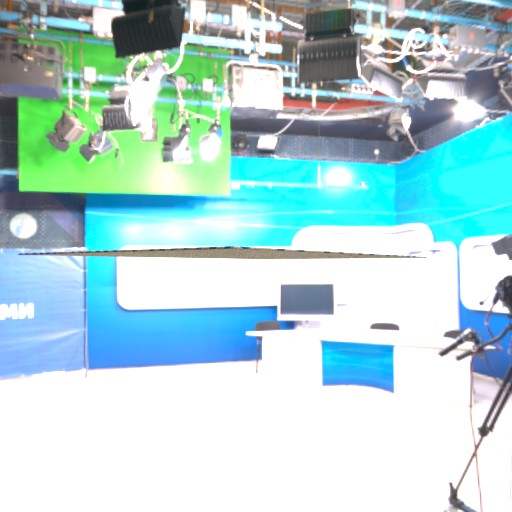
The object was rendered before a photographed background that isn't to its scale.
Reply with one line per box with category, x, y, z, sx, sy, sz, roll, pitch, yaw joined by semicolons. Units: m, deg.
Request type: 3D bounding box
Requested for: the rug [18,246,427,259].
rug;0.000;0.000;2.299;1.225;0.008;1.830;-1;-2;37
